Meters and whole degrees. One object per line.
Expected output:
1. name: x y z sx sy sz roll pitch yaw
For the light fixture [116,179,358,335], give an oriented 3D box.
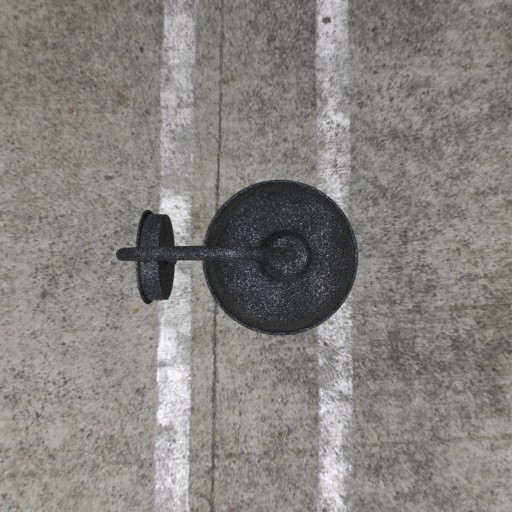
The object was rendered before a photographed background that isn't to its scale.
1. light fixture: 0.000 0.000 0.491 0.283 0.300 0.216 0 89 0
